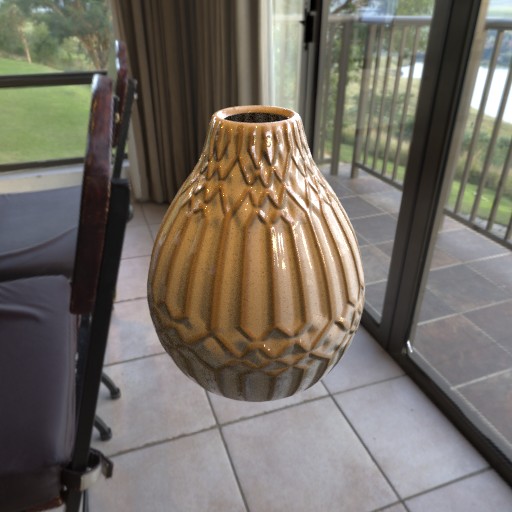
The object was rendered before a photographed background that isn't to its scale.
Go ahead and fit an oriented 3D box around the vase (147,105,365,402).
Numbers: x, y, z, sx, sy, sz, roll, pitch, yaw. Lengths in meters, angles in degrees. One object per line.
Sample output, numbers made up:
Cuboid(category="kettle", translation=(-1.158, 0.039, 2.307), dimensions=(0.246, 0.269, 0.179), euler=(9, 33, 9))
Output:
Cuboid(category="vase", translation=(0.000, 0.000, 0.320), dimensions=(0.159, 0.200, 0.159), euler=(0, 30, 0))
